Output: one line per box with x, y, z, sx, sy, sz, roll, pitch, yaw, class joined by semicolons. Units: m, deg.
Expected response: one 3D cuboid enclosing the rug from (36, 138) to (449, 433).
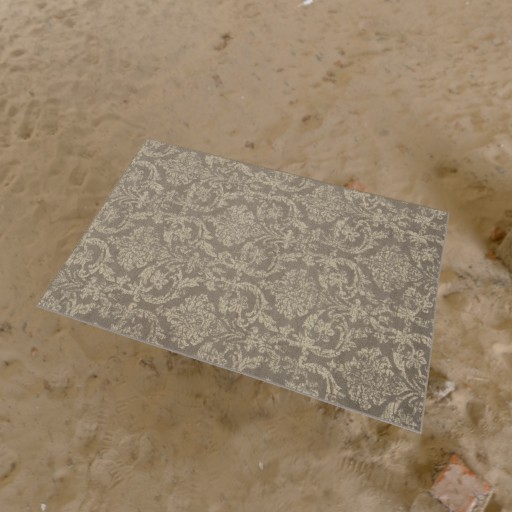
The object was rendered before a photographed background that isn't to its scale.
0.000;0.000;3.417;2.746;0.018;1.819;16;59;10;rug
